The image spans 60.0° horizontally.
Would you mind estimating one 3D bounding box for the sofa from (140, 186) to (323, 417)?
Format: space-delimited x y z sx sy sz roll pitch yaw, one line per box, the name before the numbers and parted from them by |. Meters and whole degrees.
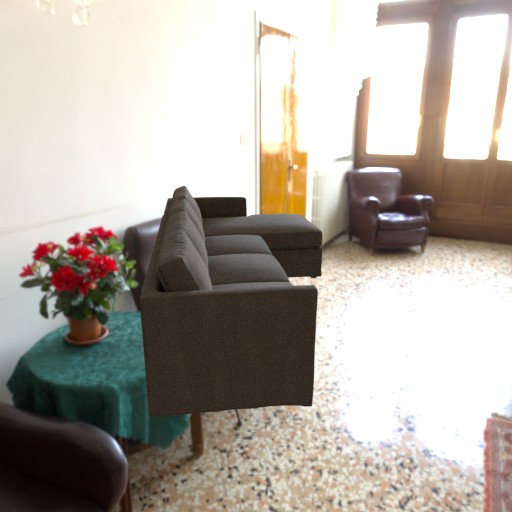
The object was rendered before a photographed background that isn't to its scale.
sofa | 0.000 0.000 3.904 1.650 0.922 3.205 -2 17 -8
